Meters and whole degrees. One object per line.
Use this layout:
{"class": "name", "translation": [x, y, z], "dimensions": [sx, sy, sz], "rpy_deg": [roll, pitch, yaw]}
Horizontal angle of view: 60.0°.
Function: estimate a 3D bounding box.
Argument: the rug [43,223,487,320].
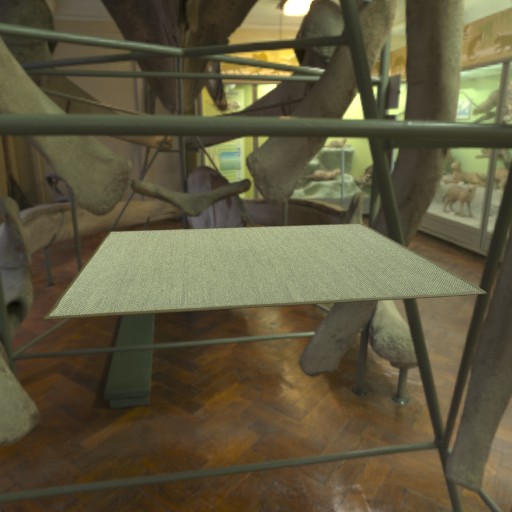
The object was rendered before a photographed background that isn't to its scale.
{"class": "rug", "translation": [0.000, 0.000, 4.103], "dimensions": [3.041, 0.020, 2.413], "rpy_deg": [-2, 16, -8]}
